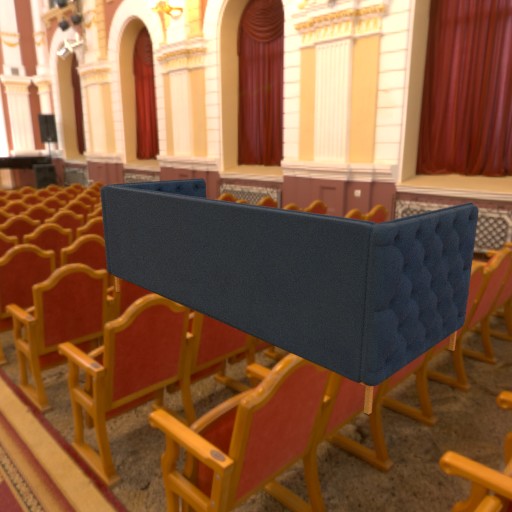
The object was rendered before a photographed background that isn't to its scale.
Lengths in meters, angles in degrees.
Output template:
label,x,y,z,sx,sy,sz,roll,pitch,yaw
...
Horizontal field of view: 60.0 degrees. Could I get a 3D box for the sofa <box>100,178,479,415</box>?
label,x,y,z,sx,sy,sz,roll,pitch,yaw
sofa,0.000,0.000,2.653,0.895,0.771,2.209,-13,19,-42
